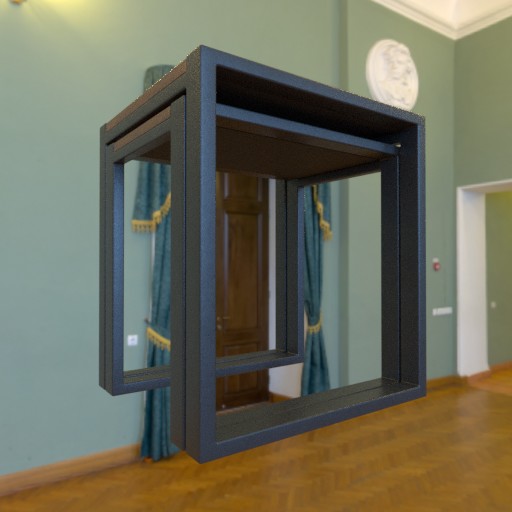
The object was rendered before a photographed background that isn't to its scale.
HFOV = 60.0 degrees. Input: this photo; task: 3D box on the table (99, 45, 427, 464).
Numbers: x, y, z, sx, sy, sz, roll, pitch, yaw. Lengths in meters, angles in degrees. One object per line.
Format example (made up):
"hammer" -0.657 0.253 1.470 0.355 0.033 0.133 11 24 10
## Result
"table" 0.000 0.000 0.904 0.500 0.550 0.449 0 -1 -36
